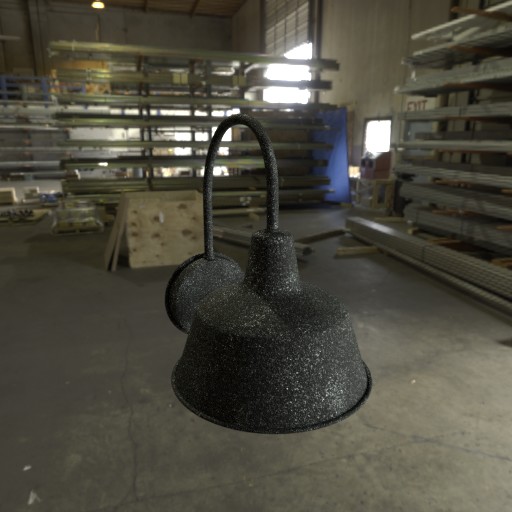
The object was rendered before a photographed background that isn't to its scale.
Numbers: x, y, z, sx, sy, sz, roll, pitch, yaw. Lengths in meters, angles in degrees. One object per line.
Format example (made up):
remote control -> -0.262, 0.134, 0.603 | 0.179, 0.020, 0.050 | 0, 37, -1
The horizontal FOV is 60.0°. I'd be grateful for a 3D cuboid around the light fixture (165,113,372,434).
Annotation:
light fixture -> 0.000, 0.000, 0.484 | 0.216, 0.300, 0.283 | -8, 17, -28
